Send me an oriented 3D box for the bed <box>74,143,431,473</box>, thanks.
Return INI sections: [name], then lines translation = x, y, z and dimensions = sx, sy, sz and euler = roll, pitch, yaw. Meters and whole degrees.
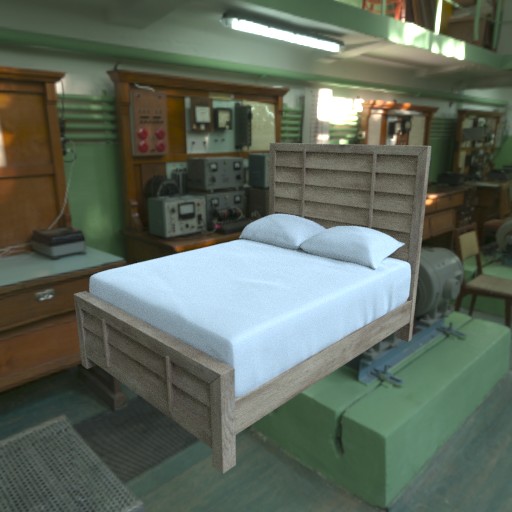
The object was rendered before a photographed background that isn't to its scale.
[bed]
translation = 0.000, 0.000, 3.401
dimensions = 1.626, 1.626, 2.197
euler = 15, 21, 42
